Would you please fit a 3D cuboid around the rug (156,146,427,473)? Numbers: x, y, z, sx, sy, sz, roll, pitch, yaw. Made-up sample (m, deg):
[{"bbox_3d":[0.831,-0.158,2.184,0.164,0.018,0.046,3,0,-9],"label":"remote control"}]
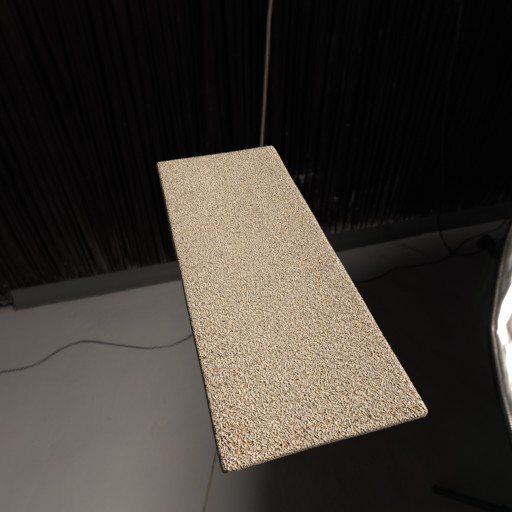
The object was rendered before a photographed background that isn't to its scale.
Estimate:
[{"bbox_3d":[0.000,0.000,1.740,0.609,0.030,1.524,-11,45,-11],"label":"rug"}]
